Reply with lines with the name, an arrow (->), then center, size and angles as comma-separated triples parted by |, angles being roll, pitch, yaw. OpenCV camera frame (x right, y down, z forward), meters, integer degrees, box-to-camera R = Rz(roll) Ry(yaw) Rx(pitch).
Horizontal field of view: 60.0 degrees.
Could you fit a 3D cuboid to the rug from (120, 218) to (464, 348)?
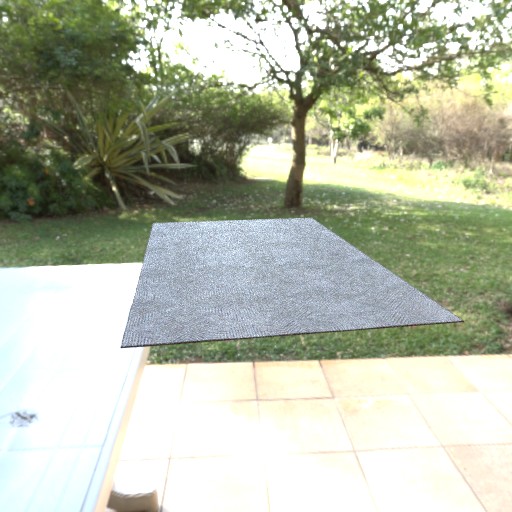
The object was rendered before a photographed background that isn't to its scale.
rug -> 0.000, 0.000, 3.046 | 1.519, 0.007, 2.428 | -3, 16, -9
